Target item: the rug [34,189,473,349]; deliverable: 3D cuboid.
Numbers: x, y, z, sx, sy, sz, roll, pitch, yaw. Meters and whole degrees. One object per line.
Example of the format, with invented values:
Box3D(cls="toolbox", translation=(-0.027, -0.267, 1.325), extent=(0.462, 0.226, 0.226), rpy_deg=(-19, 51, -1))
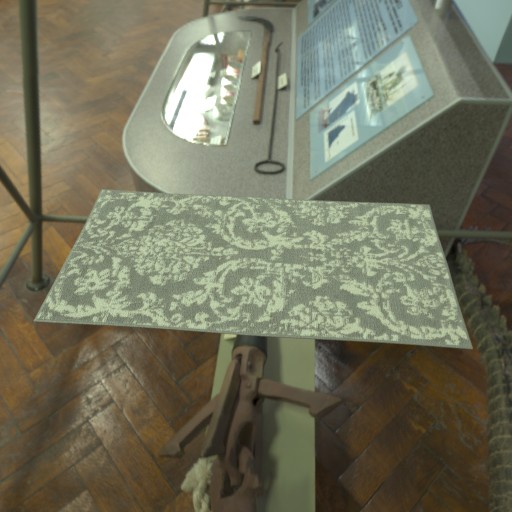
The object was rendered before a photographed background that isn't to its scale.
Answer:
Box3D(cls="rug", translation=(0.000, 0.000, 1.432), extent=(1.219, 0.007, 0.604), rpy_deg=(3, 47, 3))
